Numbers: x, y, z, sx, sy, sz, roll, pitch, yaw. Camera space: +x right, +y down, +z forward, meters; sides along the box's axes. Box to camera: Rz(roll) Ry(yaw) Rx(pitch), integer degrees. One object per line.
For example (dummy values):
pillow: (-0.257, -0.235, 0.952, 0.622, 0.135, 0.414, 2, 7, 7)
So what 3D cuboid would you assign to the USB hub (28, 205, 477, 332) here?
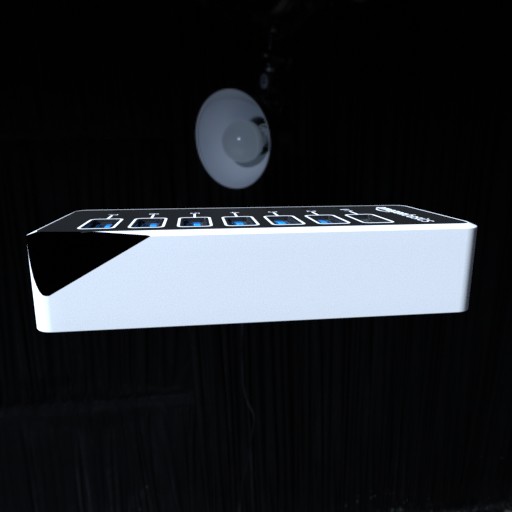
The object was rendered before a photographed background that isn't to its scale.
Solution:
USB hub: (0.000, 0.000, 0.127, 0.110, 0.023, 0.044, -2, 13, -7)
